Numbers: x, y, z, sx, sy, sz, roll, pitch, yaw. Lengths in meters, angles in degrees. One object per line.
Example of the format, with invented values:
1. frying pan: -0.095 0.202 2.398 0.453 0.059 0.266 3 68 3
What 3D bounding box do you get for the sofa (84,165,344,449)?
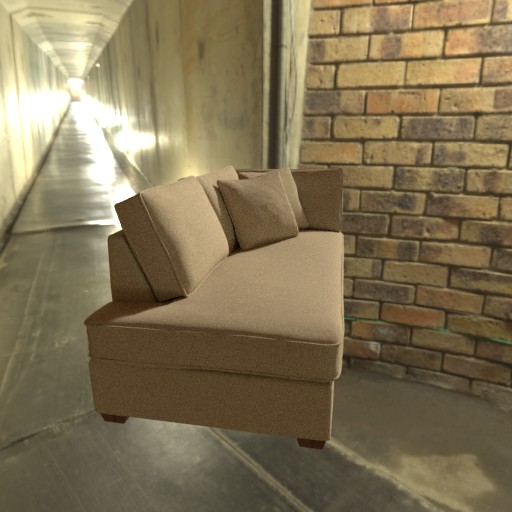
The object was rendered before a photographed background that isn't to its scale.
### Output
1. sofa: 0.000 0.000 2.811 1.110 1.033 2.237 3 17 11
